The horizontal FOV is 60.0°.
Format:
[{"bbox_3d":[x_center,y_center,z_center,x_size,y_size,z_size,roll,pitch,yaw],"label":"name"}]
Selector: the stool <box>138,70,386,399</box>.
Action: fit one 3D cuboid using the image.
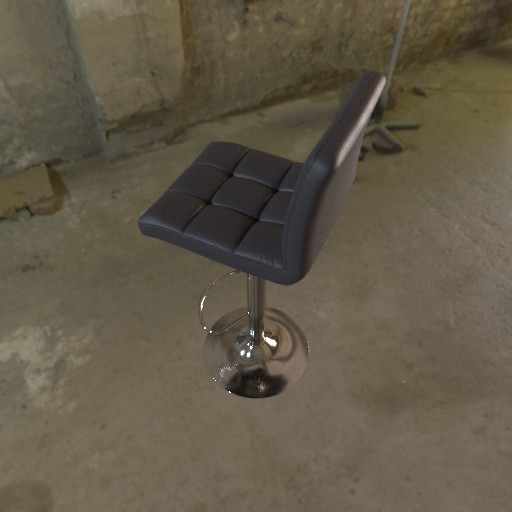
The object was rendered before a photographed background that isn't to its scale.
[{"bbox_3d":[0.000,0.000,1.381,0.505,1.115,0.430,19,50,16],"label":"stool"}]
